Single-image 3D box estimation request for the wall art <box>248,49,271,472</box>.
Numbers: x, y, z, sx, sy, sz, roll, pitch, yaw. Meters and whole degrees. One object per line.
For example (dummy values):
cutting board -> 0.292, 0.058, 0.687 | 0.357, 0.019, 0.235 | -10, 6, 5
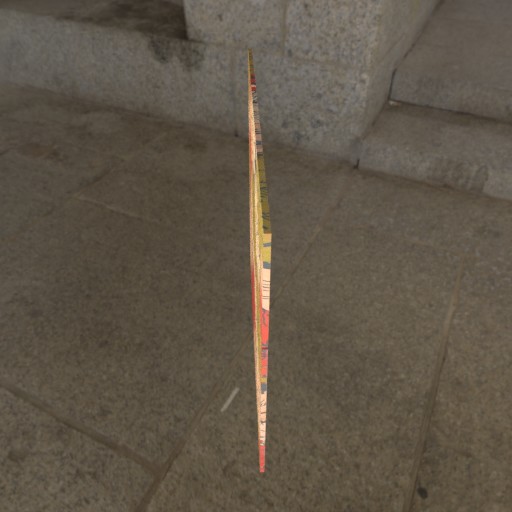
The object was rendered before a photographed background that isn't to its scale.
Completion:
wall art -> 0.000, 0.000, 1.345 | 0.013, 0.913, 0.904 | -2, 42, -2
